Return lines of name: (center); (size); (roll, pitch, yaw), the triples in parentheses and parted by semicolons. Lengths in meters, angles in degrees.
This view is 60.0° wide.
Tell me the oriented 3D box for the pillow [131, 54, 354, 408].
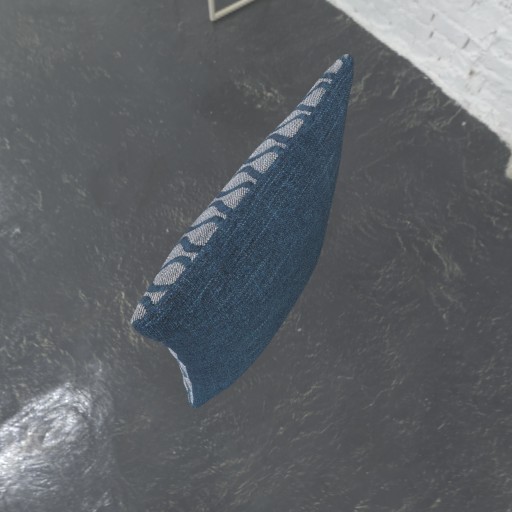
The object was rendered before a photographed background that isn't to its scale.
pillow: (0.000, 0.000, 0.670); (0.159, 0.435, 0.435); (28, 66, 14)
